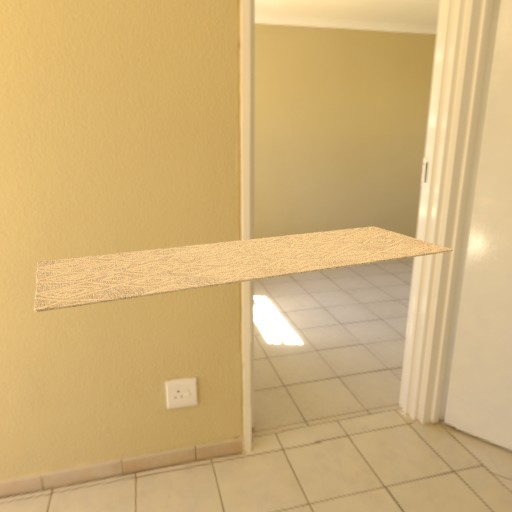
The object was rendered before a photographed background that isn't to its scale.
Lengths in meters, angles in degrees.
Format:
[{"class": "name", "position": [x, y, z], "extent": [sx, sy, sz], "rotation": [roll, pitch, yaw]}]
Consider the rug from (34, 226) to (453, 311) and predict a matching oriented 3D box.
[{"class": "rug", "position": [0.000, 0.000, 2.713], "extent": [2.436, 0.013, 0.807], "rotation": [-7, 17, -23]}]
